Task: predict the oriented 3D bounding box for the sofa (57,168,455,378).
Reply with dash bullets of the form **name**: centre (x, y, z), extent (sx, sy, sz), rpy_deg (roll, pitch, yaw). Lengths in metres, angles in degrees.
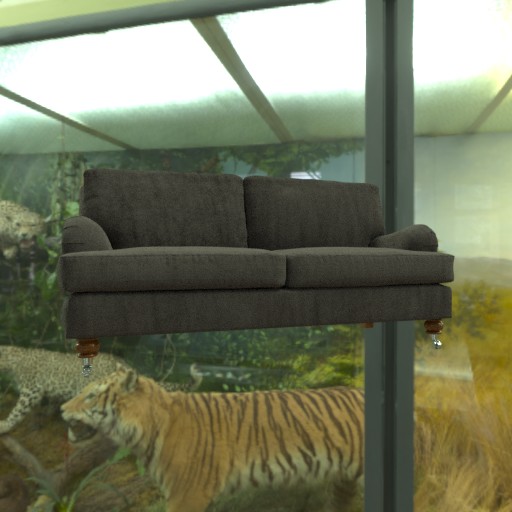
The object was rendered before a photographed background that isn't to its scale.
- **sofa**: centre (0.000, 0.000, 2.736), extent (2.165, 1.087, 1.086), rpy_deg (0, 0, -18)
